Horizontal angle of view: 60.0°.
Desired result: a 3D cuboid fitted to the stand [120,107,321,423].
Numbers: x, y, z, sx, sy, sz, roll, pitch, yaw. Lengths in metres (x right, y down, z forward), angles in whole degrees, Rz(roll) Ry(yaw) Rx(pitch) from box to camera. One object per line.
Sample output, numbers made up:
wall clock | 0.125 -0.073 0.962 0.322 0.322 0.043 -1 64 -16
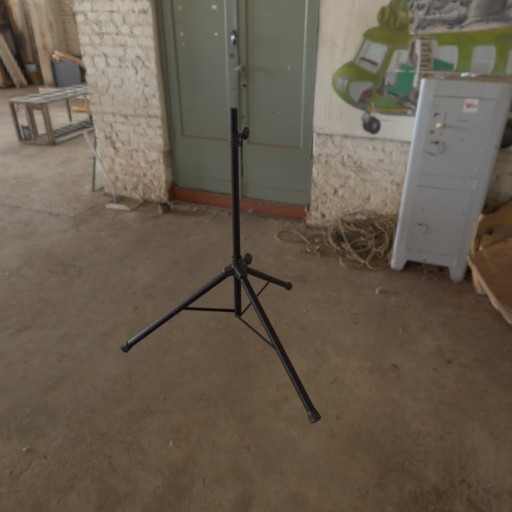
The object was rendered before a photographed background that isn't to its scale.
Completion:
stand | 0.000 0.000 1.836 1.045 1.136 0.907 -17 33 -28
